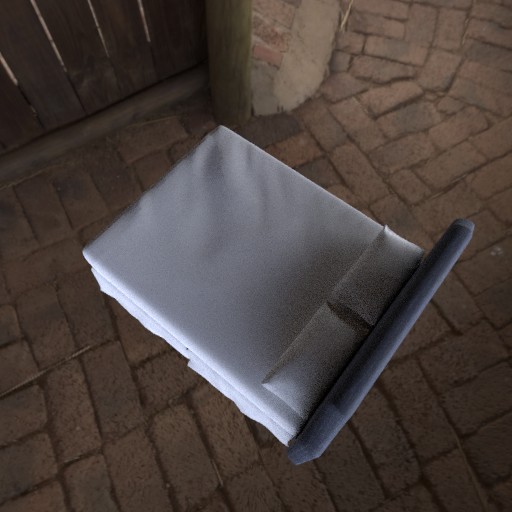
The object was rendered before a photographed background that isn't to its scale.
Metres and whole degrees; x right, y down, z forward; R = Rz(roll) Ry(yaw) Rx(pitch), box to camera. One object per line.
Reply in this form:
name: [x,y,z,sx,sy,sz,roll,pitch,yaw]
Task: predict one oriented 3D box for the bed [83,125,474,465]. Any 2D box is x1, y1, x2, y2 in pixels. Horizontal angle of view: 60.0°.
bed: [0.000,0.000,3.103,2.116,1.290,1.693,36,69,16]
